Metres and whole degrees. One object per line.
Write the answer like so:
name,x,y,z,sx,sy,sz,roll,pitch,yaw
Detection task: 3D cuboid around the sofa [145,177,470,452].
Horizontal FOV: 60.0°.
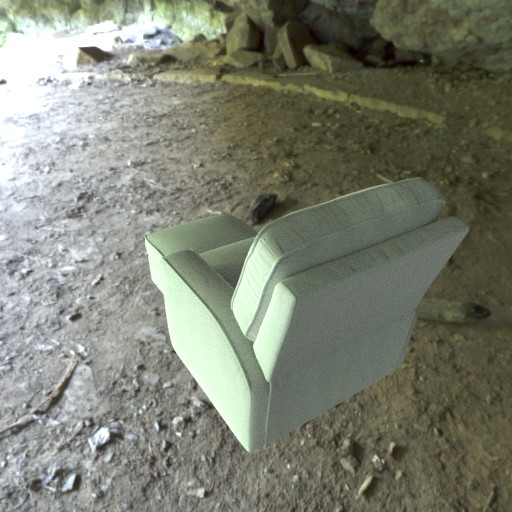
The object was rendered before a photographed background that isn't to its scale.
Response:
sofa,0.000,0.000,2.006,0.861,0.959,1.472,-18,35,-28
